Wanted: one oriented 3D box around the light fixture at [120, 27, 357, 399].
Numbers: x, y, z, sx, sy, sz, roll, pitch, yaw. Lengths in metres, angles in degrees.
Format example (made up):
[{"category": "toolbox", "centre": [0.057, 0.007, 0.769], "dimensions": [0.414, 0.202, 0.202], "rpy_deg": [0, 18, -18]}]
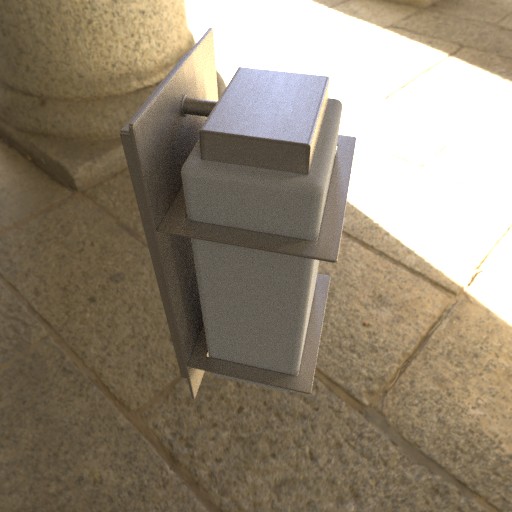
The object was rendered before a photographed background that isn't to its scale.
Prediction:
[{"category": "light fixture", "centre": [0.000, 0.000, 0.460], "dimensions": [0.160, 0.380, 0.168], "rpy_deg": [10, 48, 9]}]
